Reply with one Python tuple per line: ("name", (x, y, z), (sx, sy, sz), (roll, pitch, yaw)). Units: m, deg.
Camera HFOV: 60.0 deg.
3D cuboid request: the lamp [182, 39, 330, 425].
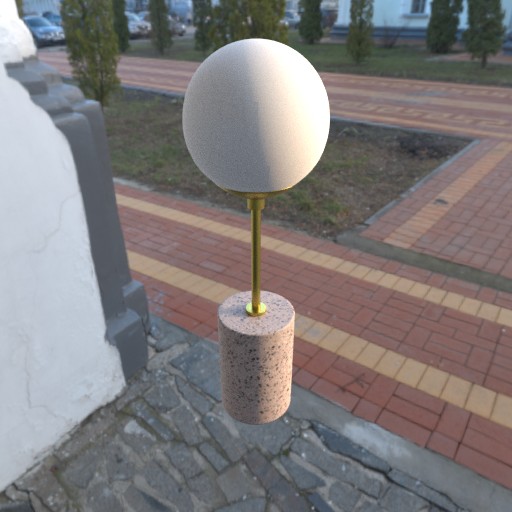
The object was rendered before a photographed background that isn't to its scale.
("lamp", (0.000, 0.000, 0.545), (0.153, 0.480, 0.153), (0, 29, 0))
